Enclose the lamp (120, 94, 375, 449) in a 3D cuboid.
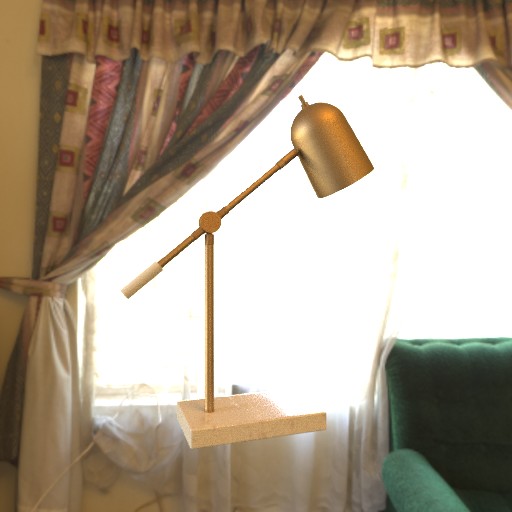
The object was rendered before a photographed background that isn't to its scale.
[{"bbox_3d":[0.000,0.000,0.802,0.471,0.603,0.144,0,0,-19],"label":"lamp"}]
